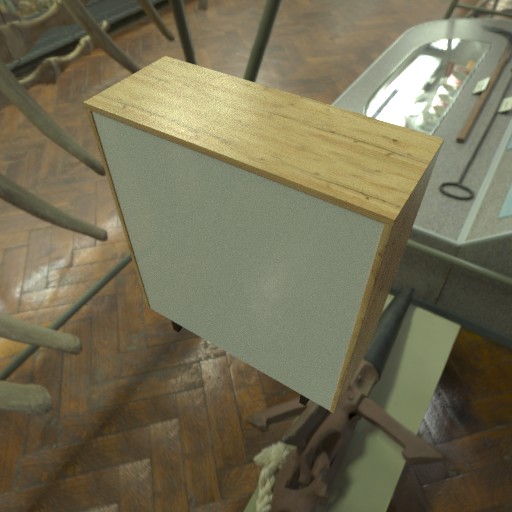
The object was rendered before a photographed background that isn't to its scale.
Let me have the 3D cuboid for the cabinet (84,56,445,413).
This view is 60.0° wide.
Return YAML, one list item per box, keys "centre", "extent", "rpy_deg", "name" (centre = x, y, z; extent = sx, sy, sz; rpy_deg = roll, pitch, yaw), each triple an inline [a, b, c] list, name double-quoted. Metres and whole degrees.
- centre: [0.000, 0.000, 2.033]
  extent: [1.168, 1.397, 0.473]
  rpy_deg: [25, 52, 21]
  name: "cabinet"
